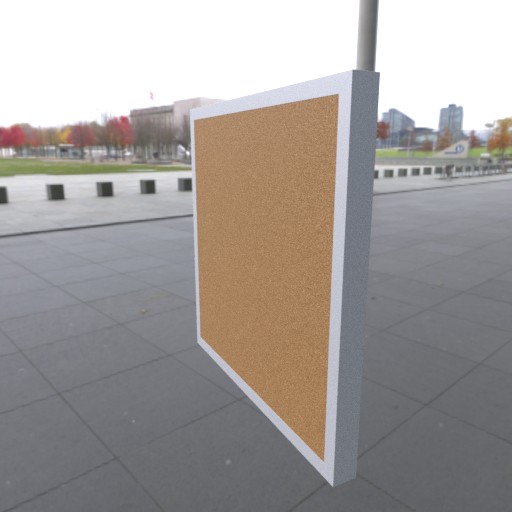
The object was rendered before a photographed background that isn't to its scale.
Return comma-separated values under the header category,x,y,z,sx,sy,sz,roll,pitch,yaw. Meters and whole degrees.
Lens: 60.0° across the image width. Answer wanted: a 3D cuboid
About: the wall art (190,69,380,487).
category,x,y,z,sx,sy,sz,roll,pitch,yaw
wall art,0.000,0.000,0.746,0.038,0.508,0.507,-7,15,-27
